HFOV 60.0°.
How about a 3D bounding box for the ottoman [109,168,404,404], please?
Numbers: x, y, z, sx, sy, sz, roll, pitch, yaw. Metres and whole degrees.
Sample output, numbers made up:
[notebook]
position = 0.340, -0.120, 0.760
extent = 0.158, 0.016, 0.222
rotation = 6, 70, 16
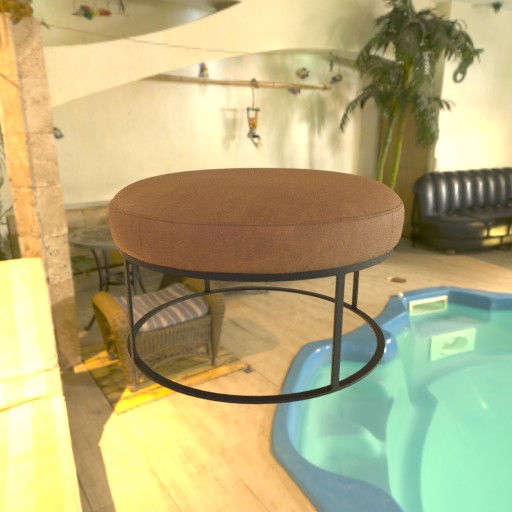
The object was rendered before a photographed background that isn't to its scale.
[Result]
[ottoman]
position = 0.000, 0.000, 1.251
extent = 0.771, 0.460, 0.771
rotation = 0, 16, 0
